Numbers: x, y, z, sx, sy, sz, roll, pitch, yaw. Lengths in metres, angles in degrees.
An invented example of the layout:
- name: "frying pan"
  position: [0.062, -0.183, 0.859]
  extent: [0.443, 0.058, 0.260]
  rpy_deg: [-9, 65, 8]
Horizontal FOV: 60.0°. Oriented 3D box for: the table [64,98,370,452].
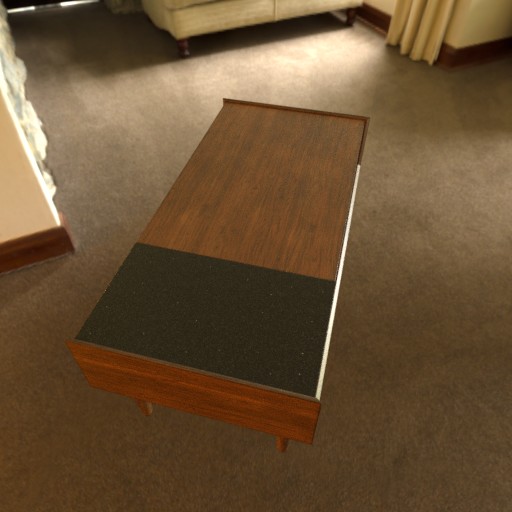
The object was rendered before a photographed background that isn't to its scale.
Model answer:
- name: "table"
  position: [0.000, 0.000, 1.577]
  extent: [0.610, 0.508, 1.221]
  rpy_deg: [11, 48, 10]
